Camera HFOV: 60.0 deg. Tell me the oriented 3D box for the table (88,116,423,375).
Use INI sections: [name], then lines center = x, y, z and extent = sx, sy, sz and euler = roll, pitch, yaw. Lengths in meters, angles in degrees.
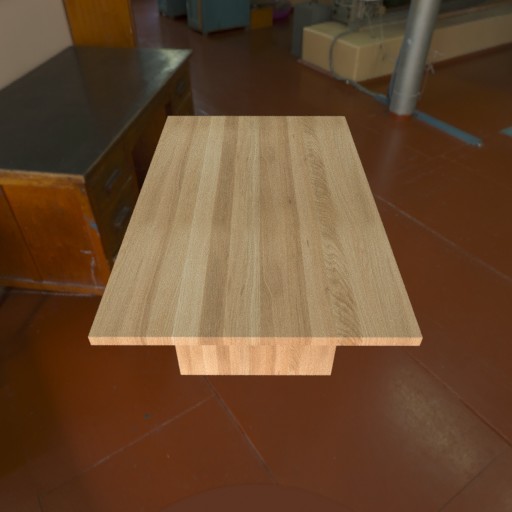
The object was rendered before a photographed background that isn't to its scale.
[table]
center = 0.000, 0.000, 1.507
extent = 0.700, 0.510, 1.100
euler = 0, 41, 0
